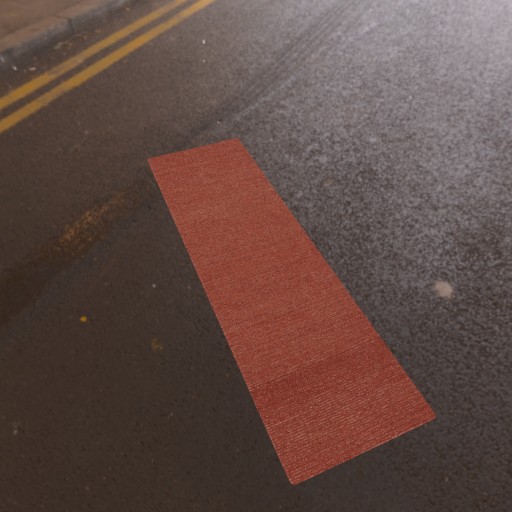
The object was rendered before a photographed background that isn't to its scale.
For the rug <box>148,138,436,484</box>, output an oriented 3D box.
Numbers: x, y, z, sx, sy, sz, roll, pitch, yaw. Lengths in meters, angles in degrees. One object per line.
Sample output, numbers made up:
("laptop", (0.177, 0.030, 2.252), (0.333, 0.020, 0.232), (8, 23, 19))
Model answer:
("rug", (0.000, 0.000, 2.504), (0.687, 0.012, 2.307), (-17, 50, -15))
